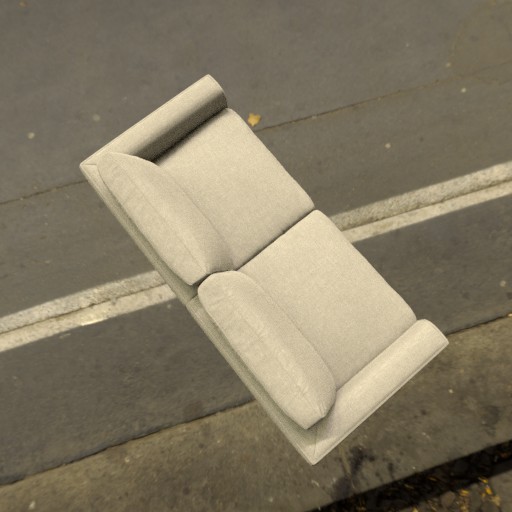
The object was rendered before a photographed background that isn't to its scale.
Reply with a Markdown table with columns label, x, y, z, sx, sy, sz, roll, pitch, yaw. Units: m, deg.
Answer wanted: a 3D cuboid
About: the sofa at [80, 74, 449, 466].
| label | x | y | z | sx | sy | sz | roll | pitch | yaw |
| --- | --- | --- | --- | --- | --- | --- | --- | --- | --- |
| sofa | 0.000 | 0.000 | 2.767 | 1.070 | 0.801 | 2.262 | -38 | 80 | -8 |
